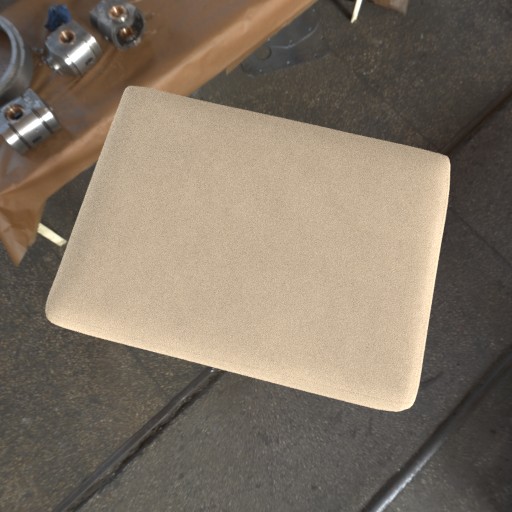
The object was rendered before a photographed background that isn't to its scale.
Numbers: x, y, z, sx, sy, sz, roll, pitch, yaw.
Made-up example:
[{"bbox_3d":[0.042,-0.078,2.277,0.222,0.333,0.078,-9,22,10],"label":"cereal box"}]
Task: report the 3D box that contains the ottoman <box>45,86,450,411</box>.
[{"bbox_3d":[0.000,0.000,1.119,0.773,0.504,0.569,14,77,3],"label":"ottoman"}]
